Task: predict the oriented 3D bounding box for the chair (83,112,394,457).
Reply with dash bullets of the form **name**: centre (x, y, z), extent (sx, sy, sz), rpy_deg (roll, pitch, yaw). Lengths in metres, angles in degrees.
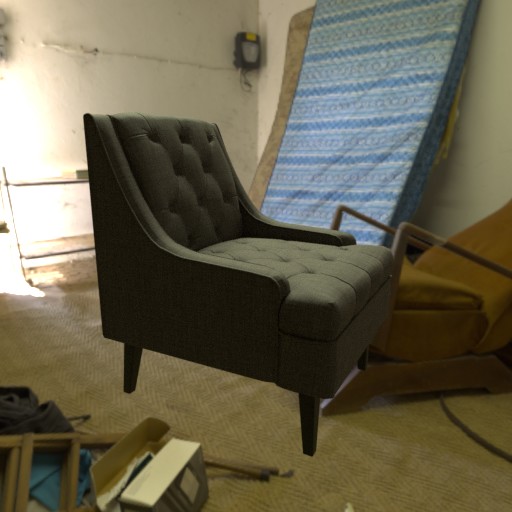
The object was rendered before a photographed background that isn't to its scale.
- **chair**: centre (0.000, 0.000, 1.433), extent (0.771, 0.891, 0.655), rpy_deg (7, 16, 27)
